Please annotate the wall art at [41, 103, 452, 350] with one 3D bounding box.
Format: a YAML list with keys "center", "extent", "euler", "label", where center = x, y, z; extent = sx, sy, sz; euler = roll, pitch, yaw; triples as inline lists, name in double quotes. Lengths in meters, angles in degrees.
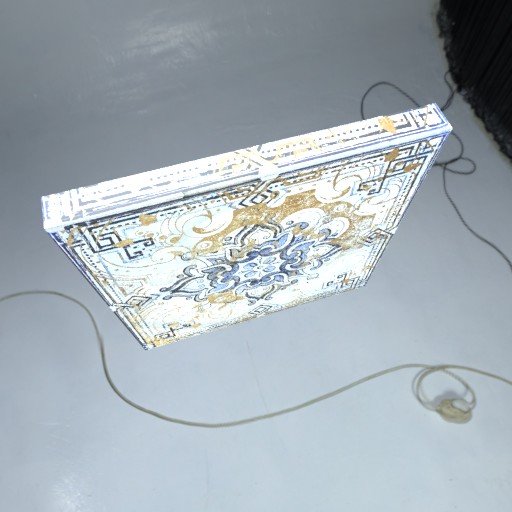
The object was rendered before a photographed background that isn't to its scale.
- center: [0.000, 0.000, 0.617]
  extent: [0.411, 0.410, 0.038]
  euler: [-15, 64, -8]
  label: "wall art"
